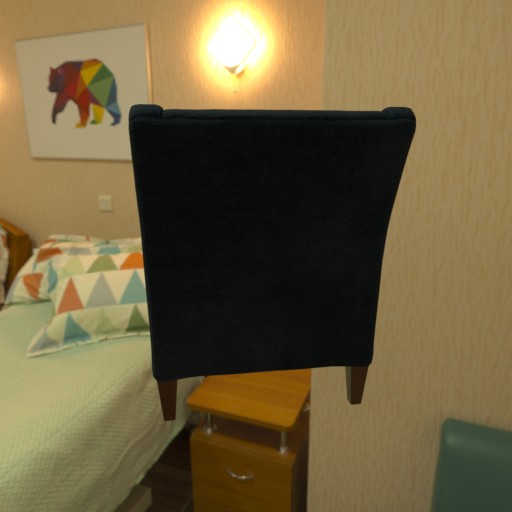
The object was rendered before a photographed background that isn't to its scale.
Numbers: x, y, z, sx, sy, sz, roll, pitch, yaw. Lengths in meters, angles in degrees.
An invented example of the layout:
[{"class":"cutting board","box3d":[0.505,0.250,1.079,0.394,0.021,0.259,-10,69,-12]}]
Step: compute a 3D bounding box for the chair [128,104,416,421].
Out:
[{"class":"chair","box3d":[0.000,0.000,1.651,0.774,1.014,0.870,-2,15,-8]}]
